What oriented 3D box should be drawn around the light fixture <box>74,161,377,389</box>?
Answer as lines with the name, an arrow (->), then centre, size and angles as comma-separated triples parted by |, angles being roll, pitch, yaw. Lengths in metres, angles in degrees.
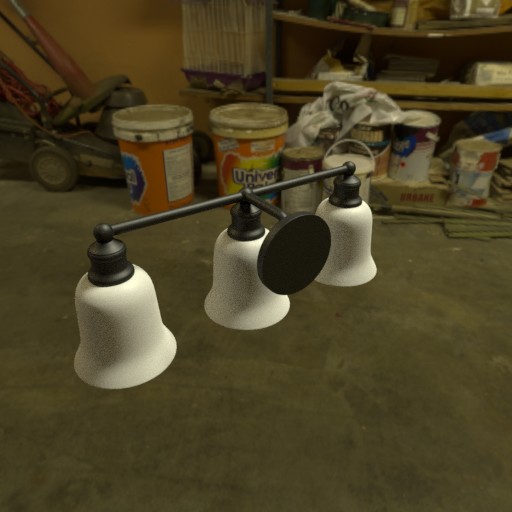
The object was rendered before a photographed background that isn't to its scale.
light fixture -> 0.000, 0.000, 0.683 | 0.570, 0.211, 0.198 | -19, 35, -30
